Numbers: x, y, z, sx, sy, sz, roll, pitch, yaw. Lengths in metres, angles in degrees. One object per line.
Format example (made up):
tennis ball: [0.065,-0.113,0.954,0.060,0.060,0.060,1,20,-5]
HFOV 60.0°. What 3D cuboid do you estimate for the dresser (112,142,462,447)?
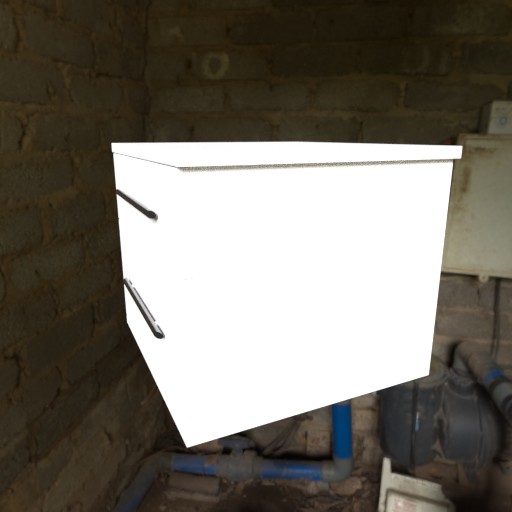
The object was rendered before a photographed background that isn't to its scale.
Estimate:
dresser: [0.000,0.000,0.737,0.400,0.360,0.430,-7,17,-24]
